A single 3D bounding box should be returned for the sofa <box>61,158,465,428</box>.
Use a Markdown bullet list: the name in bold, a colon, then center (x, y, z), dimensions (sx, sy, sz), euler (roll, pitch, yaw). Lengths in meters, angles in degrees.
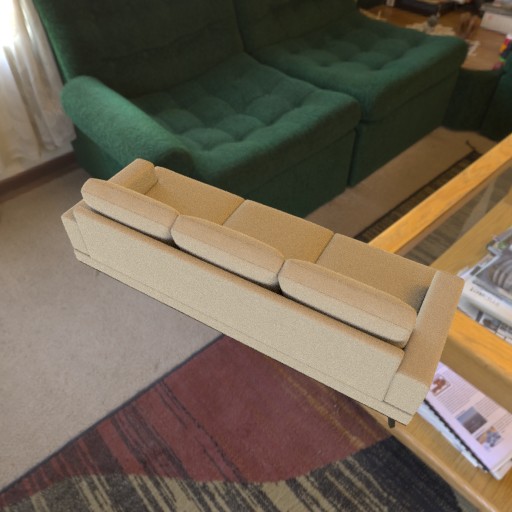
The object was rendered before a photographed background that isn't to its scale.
- **sofa**: center (0.000, 0.000, 2.741), dimensions (2.310, 0.810, 0.920), euler (23, 50, 20)
